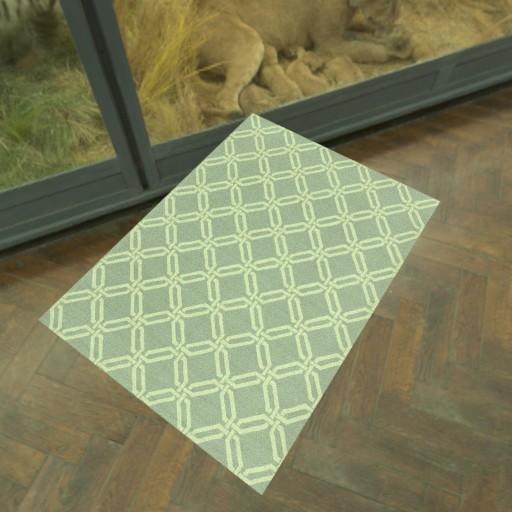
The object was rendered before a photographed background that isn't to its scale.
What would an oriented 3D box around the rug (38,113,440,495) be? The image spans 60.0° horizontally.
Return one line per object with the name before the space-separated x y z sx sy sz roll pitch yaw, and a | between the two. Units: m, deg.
rug | 0.000 0.000 4.349 2.438 0.013 3.353 31 63 18
